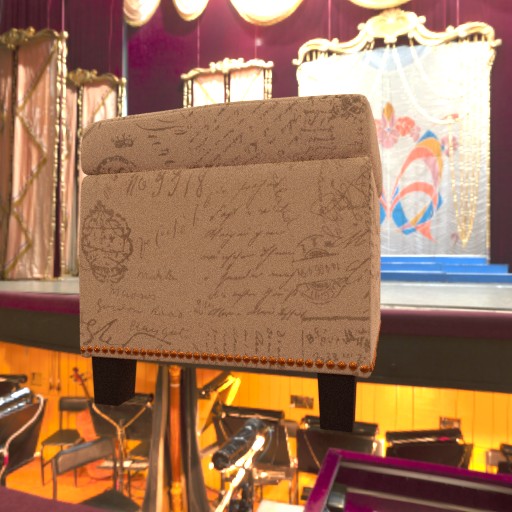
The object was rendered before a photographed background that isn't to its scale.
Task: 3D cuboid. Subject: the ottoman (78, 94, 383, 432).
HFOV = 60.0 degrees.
[{"bbox_3d":[0.000,0.000,0.828,0.449,0.457,0.450,0,0,17],"label":"ottoman"}]
